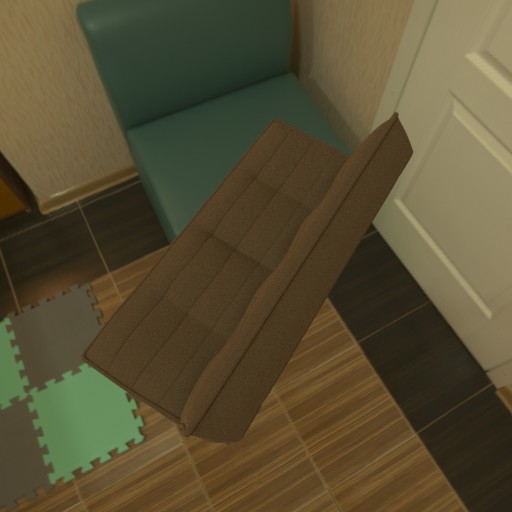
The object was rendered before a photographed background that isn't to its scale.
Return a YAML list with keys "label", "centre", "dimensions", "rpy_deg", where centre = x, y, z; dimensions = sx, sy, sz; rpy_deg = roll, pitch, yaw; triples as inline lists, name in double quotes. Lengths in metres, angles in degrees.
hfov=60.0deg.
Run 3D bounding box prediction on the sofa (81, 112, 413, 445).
- label: "sofa"
  centre: [0.000, 0.000, 2.499]
  dimensions: [0.950, 0.890, 1.940]
  rpy_deg: [30, 67, 14]
